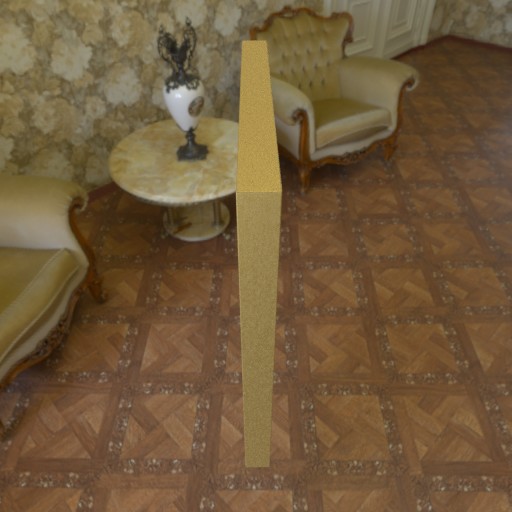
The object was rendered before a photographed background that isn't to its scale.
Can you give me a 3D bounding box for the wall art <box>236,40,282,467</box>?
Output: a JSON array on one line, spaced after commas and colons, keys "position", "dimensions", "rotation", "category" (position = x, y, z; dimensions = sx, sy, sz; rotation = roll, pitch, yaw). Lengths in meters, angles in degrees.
[{"position": [0.000, 0.000, 0.869], "dimensions": [0.048, 0.642, 0.537], "rotation": [0, 41, -1], "category": "wall art"}]
